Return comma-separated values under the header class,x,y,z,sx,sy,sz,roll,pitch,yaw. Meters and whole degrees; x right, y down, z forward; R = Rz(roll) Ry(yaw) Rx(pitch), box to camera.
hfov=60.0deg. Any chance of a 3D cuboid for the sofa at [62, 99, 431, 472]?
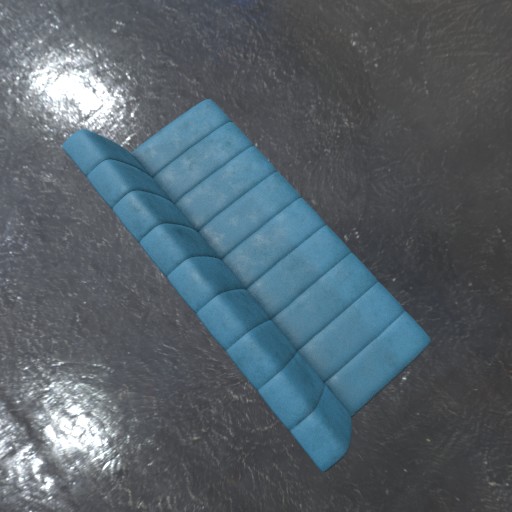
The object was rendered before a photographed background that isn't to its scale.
class,x,y,z,sx,sy,sz,roll,pitch,yaw
sofa,0.000,0.000,2.288,0.830,0.825,1.810,-39,79,-9
